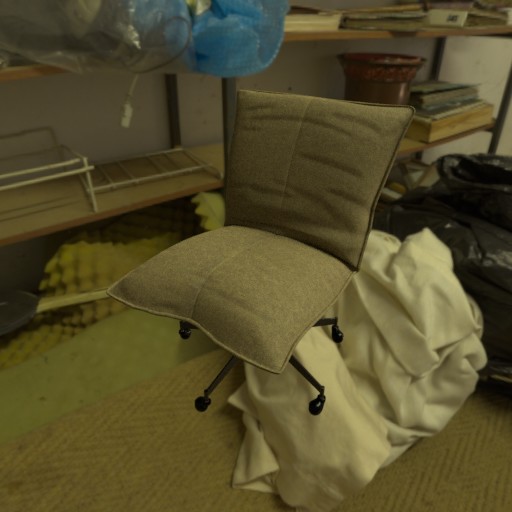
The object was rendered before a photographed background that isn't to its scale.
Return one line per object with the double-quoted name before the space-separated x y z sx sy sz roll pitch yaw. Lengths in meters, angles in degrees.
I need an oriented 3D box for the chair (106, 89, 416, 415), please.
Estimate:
"chair" 0.000 0.000 1.309 0.597 0.811 0.696 19 35 29
